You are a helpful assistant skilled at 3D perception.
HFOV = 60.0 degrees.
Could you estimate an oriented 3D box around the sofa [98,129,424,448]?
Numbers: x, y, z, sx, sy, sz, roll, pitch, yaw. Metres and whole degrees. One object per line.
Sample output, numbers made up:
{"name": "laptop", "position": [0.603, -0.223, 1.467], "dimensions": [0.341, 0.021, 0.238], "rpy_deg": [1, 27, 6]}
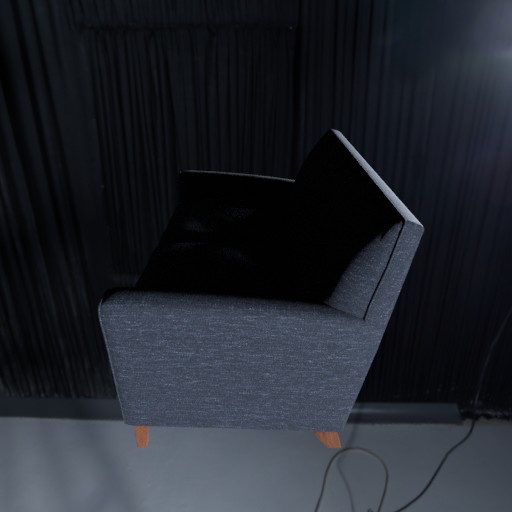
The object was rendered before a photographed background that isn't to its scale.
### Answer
{"name": "sofa", "position": [0.000, 0.000, 1.913], "dimensions": [0.875, 0.846, 1.420], "rpy_deg": [0, 26, 1]}
